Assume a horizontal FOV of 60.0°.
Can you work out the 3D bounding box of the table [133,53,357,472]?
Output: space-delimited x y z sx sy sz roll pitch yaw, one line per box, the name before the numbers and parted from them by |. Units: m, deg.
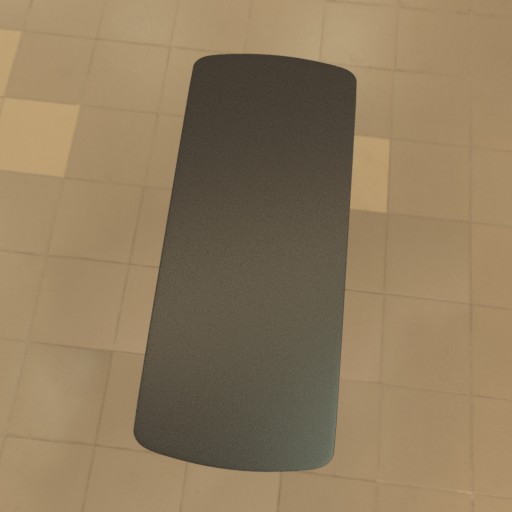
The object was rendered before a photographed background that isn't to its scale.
table | 0.000 0.000 1.599 0.571 0.457 1.333 6 76 1
